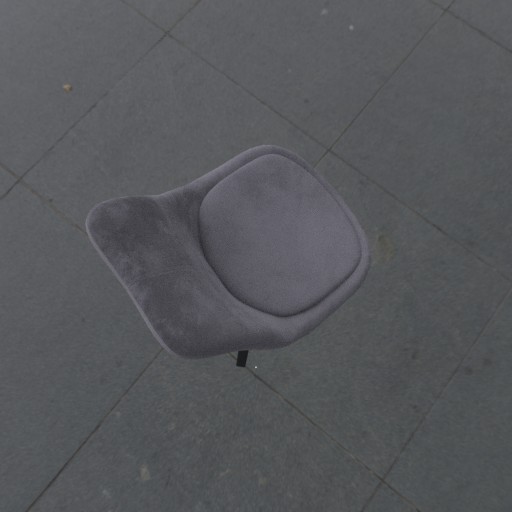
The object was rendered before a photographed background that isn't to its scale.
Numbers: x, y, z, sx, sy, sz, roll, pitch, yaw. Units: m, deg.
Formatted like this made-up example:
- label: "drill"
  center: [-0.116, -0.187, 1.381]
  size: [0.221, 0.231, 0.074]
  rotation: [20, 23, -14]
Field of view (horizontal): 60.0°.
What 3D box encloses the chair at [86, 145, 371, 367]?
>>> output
- label: "chair"
  center: [0.000, 0.000, 1.177]
  size: [0.550, 0.850, 0.485]
  rotation: [-35, 79, -8]
